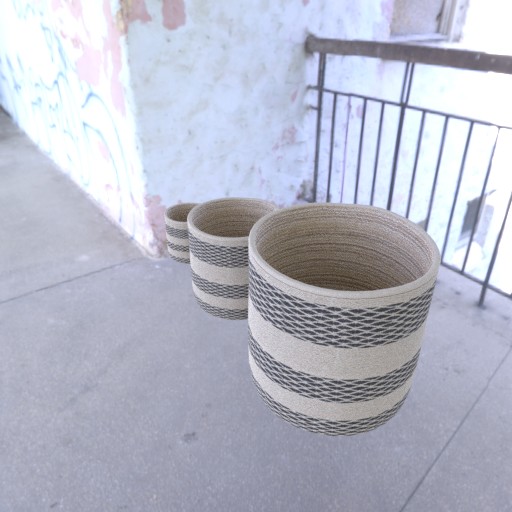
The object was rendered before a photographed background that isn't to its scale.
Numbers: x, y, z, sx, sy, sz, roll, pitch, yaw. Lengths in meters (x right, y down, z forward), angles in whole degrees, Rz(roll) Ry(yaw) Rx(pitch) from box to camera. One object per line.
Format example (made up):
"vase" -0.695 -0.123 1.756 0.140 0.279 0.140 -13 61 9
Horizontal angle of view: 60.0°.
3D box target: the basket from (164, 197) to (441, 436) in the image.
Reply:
"basket" 0.000 0.000 1.110 0.351 0.356 0.917 -19 35 -29
